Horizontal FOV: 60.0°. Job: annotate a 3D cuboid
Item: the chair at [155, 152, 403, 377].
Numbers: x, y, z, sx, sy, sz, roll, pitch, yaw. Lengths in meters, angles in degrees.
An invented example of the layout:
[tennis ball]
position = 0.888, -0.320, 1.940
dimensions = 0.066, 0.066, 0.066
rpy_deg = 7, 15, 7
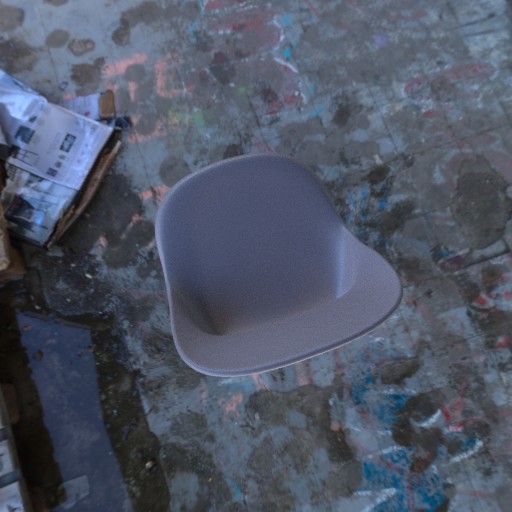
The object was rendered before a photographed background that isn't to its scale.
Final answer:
[chair]
position = 0.000, 0.000, 1.148
dimensions = 0.470, 0.795, 0.556
rpy_deg = -19, 77, -5
